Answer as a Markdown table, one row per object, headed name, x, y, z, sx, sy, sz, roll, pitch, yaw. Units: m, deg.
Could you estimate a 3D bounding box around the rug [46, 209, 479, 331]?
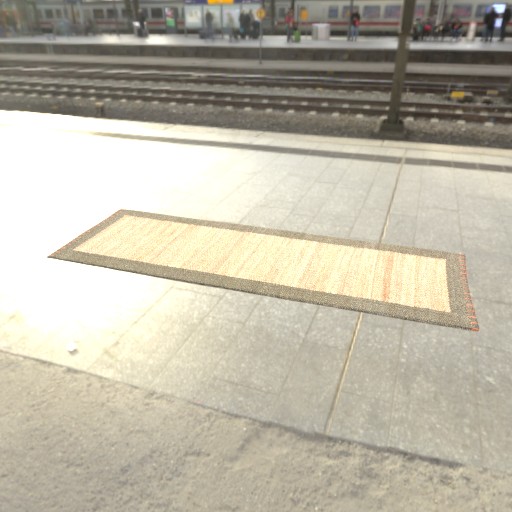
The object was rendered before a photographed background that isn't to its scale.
| name | x | y | z | sx | sy | sz | roll | pitch | yaw |
| --- | --- | --- | --- | --- | --- | --- | --- | --- | --- |
| rug | 0.000 | 0.000 | 2.688 | 2.413 | 0.016 | 0.810 | 9 | 29 | 16 |
